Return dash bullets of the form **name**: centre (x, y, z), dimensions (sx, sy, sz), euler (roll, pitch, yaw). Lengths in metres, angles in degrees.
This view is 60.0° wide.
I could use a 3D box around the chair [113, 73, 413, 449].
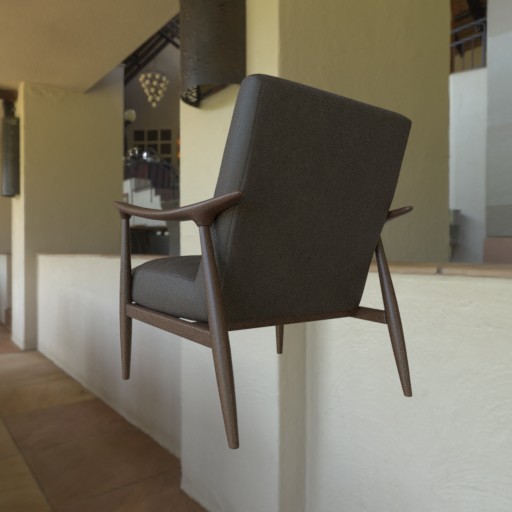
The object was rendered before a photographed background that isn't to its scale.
- **chair**: centre (0.000, 0.000, 1.435), dimensions (0.741, 0.831, 0.798), euler (0, 1, -35)
